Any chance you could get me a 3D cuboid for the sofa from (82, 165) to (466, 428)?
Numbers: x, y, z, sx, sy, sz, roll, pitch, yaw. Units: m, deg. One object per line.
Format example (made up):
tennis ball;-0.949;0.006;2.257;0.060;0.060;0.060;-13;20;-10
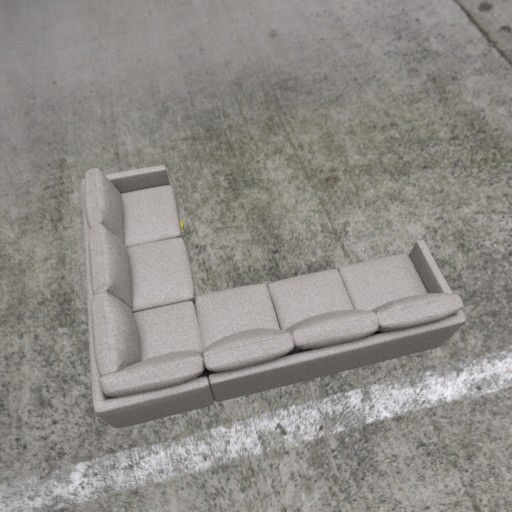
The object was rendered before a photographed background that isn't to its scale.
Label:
sofa;0.000;0.000;4.568;3.302;0.947;2.593;-12;58;-7
